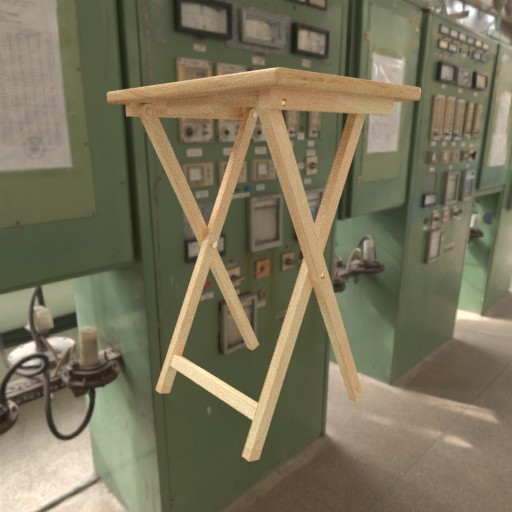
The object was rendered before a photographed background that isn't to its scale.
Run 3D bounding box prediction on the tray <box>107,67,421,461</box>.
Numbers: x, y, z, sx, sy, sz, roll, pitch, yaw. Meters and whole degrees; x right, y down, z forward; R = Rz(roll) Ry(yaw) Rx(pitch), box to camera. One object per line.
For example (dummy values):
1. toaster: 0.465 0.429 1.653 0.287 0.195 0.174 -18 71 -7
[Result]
1. tray: 0.000 0.000 0.937 0.381 0.660 0.483 -14 21 -41
